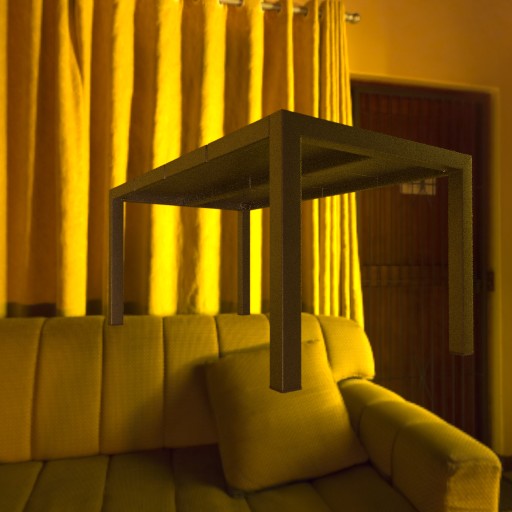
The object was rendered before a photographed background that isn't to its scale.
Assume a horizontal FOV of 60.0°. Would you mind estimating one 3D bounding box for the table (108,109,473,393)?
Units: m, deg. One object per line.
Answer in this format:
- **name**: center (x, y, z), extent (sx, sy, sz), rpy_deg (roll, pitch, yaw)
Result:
- **table**: center (0.000, 0.000, 1.267), extent (0.559, 0.460, 0.965), rpy_deg (1, -1, -34)
